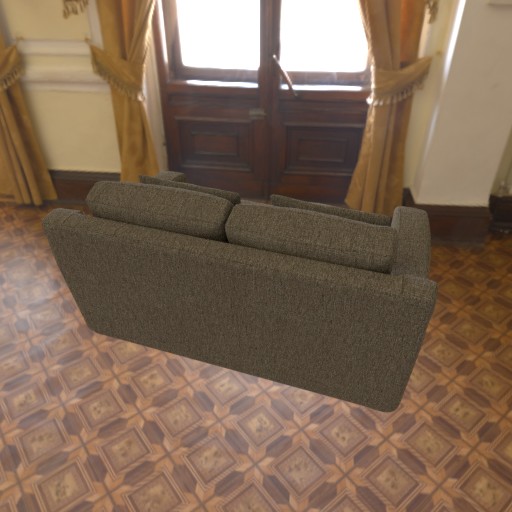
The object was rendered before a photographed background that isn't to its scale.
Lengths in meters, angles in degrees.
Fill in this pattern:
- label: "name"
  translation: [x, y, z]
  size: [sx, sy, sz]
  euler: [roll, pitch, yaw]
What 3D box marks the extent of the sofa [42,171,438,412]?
- label: "sofa"
  translation: [0.000, 0.000, 2.420]
  size: [1.778, 0.991, 1.120]
  euler: [11, 36, 16]
